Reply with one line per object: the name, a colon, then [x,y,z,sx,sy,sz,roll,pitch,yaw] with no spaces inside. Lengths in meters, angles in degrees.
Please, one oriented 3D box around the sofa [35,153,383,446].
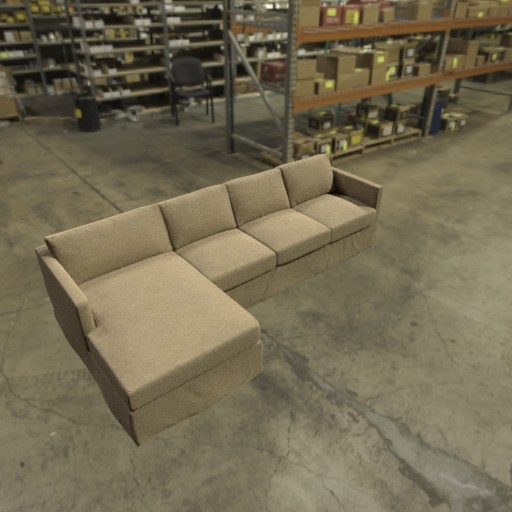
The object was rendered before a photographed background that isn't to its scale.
sofa: [0.000,0.000,3.904,3.198,0.920,1.638,-23,38,-32]
